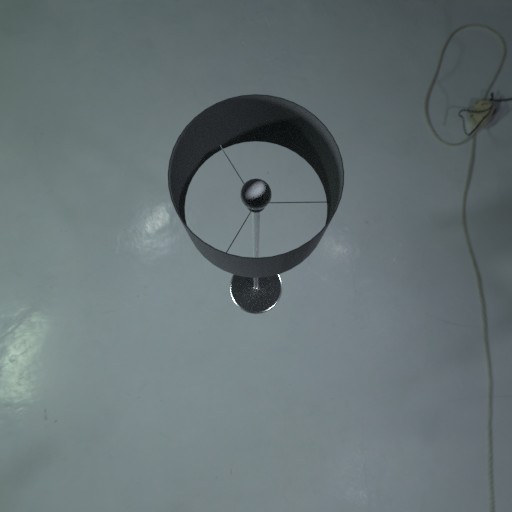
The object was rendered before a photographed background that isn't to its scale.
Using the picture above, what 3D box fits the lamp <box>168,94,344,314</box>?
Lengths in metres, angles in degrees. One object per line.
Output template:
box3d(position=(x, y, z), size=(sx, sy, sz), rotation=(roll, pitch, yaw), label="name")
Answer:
box3d(position=(0.000, 0.000, 1.576), size=(0.348, 1.443, 0.348), rotation=(-1, 77, 0), label="lamp")
